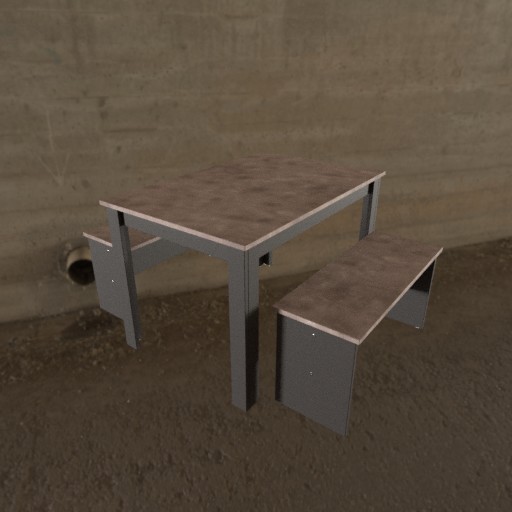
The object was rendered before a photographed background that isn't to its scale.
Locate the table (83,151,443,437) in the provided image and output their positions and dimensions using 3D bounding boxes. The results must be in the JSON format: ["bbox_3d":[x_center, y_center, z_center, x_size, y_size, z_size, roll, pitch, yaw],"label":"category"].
[{"bbox_3d":[0.000,0.000,2.097,1.443,0.700,1.100,18,31,33],"label":"table"}]
